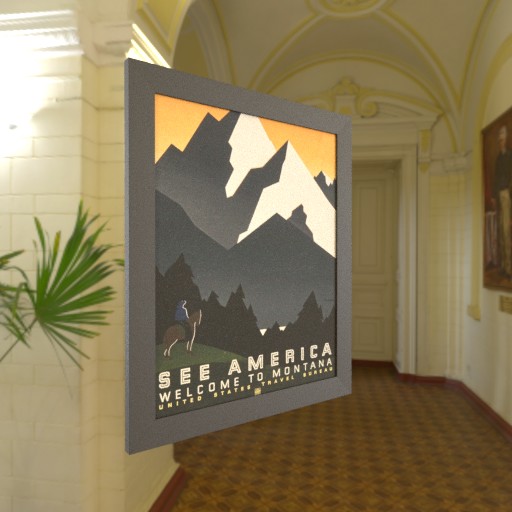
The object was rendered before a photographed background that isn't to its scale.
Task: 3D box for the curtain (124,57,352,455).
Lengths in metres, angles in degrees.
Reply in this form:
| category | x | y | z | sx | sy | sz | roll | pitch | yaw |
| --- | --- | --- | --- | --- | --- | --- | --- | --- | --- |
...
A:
| category | x | y | z | sx | sy | sz | roll | pitch | yaw |
| --- | --- | --- | --- | --- | --- | --- | --- | --- | --- |
| curtain | 0.000 | 0.000 | 0.805 | 0.483 | 0.585 | 0.027 | 0 | 0 | -36 |
